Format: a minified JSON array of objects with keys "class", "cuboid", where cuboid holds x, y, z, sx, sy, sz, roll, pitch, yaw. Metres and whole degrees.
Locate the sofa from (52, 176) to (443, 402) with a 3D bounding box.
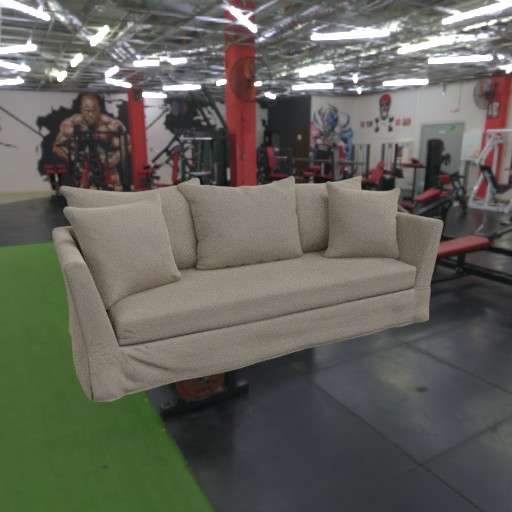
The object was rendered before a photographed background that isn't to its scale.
[{"class":"sofa","cuboid":[0.000,0.000,3.070,2.499,1.047,1.046,-7,16,-26]}]
